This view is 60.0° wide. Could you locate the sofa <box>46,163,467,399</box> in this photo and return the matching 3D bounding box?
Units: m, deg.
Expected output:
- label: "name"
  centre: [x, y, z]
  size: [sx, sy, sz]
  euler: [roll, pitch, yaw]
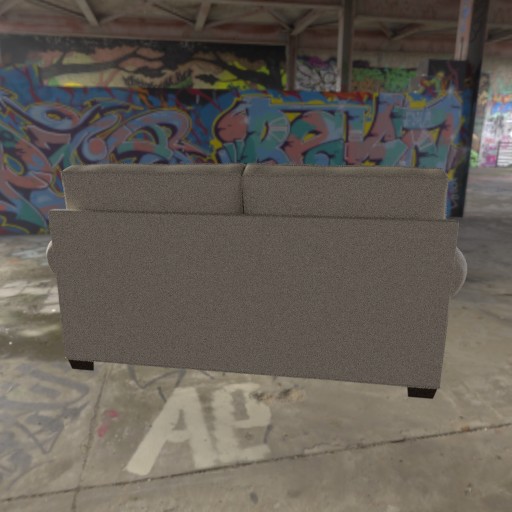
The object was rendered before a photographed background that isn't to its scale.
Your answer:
- label: "sofa"
  centre: [0.000, 0.000, 2.193]
  size: [1.774, 0.933, 0.861]
  euler: [2, 15, 8]
